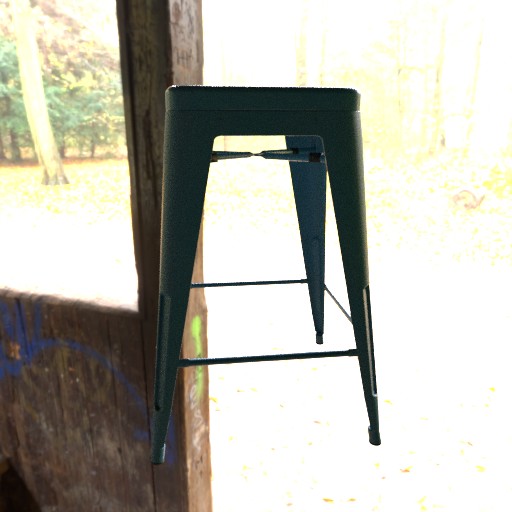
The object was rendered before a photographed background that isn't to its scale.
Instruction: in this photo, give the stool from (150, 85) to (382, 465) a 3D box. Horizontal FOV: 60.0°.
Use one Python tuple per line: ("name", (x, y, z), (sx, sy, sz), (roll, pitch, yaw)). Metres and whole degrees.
("stool", (0.000, 0.000, 0.880), (0.410, 0.608, 0.410), (-2, 16, -7))
